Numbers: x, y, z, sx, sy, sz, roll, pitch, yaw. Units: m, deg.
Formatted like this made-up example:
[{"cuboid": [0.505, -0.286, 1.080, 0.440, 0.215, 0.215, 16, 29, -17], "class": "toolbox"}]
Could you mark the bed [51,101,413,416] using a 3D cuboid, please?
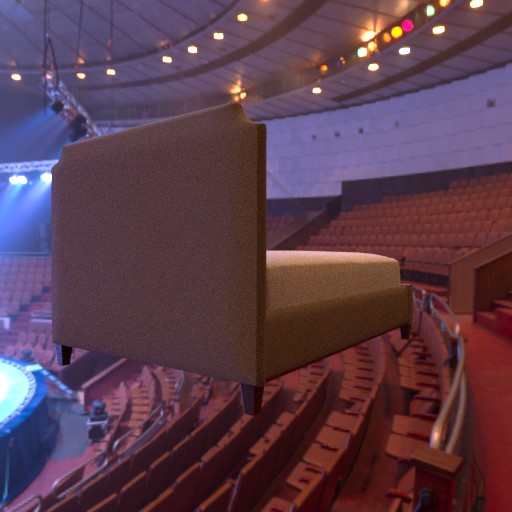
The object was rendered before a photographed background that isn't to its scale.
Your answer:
[{"cuboid": [0.000, 0.000, 3.386, 1.713, 1.443, 2.372, 0, 0, 36], "class": "bed"}]
